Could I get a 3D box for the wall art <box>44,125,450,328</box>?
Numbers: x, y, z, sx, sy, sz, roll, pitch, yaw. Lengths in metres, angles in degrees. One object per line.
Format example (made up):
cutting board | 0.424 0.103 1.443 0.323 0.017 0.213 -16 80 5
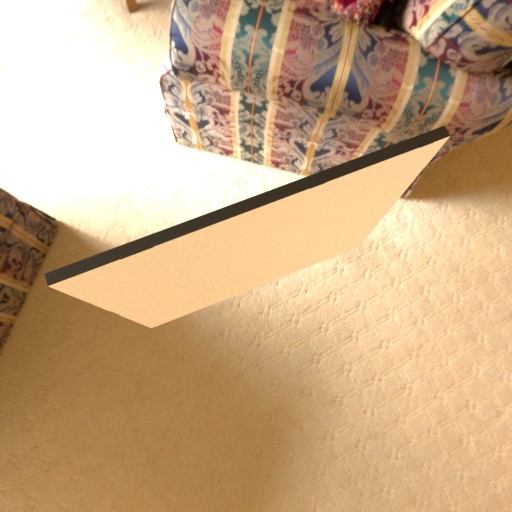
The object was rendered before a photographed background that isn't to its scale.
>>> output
wall art | 0.000 0.000 0.673 0.446 0.445 0.014 -21 76 -5
